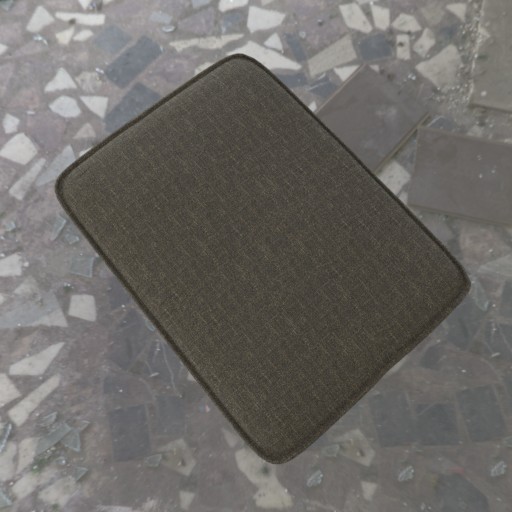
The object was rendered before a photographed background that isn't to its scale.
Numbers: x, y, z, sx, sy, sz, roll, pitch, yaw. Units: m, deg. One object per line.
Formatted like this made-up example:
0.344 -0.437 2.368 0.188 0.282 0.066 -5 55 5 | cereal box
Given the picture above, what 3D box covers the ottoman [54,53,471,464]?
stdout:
0.000 0.000 1.071 0.549 0.450 0.749 -39 78 -10 | ottoman
